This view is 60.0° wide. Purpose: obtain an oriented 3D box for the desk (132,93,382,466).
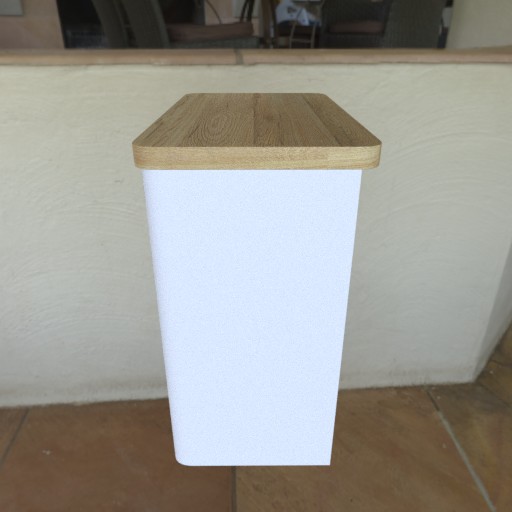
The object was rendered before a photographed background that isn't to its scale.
[{"bbox_3d":[0.000,0.000,1.260,0.440,0.790,0.760,0,27,0],"label":"desk"}]
